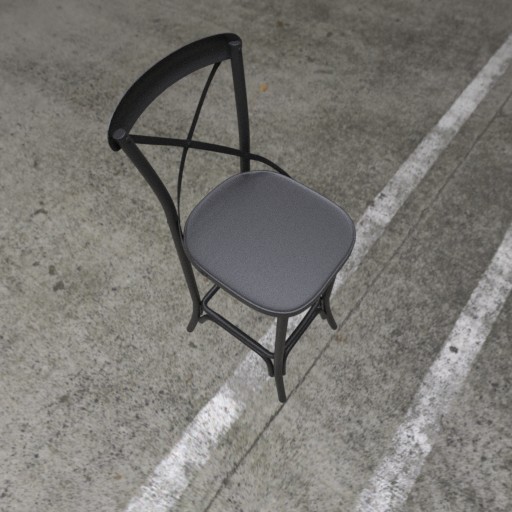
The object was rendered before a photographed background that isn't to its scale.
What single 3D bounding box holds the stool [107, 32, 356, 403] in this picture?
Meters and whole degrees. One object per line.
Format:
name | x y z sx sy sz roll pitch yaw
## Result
stool | 0.000 0.000 1.433 0.584 1.168 0.457 33 65 18
